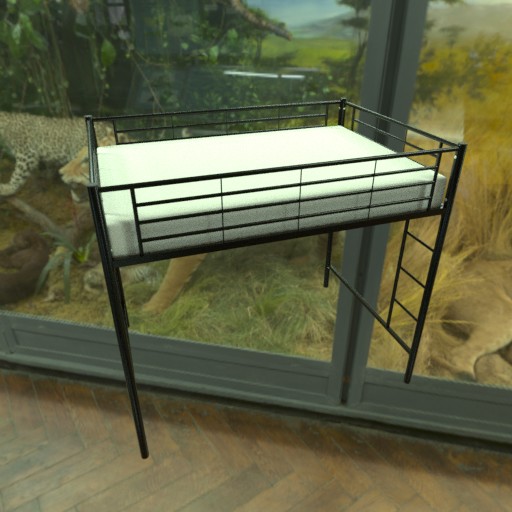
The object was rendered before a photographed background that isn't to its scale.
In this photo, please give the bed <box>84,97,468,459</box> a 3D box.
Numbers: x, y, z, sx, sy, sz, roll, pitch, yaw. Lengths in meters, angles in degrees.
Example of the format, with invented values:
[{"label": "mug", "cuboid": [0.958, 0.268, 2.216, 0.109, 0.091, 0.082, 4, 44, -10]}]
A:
[{"label": "bed", "cuboid": [0.000, 0.000, 3.158, 1.994, 1.803, 1.397, -10, 31, -16]}]
